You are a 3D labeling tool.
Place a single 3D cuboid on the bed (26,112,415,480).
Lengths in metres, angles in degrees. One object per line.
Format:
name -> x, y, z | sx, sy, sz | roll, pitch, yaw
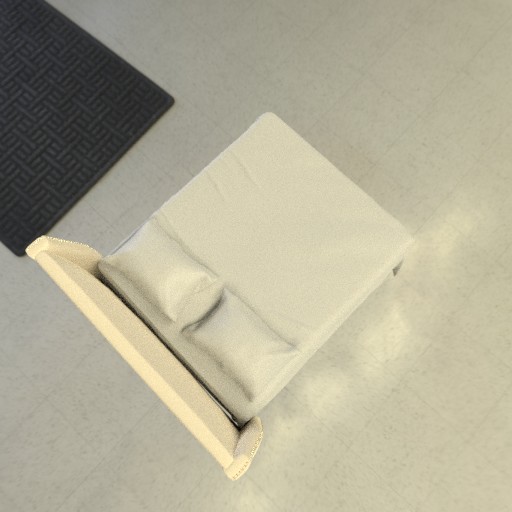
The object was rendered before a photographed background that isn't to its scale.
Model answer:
bed -> 0.000, 0.000, 3.453 | 1.925, 1.332, 2.276 | 44, 80, 10
